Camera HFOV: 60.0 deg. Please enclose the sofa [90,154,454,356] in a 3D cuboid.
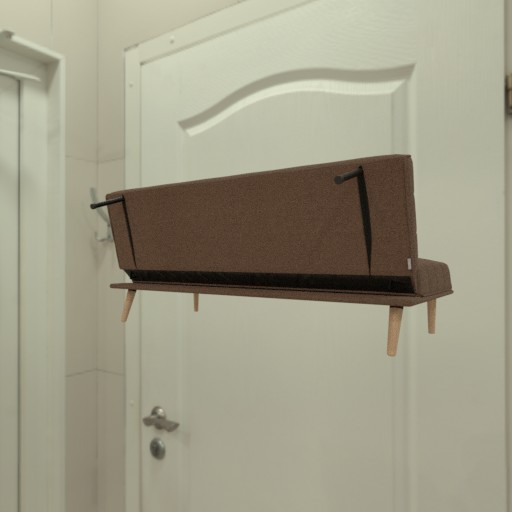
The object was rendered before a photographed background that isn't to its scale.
[{"bbox_3d":[0.000,0.000,2.421,1.820,0.810,1.038,0,0,35],"label":"sofa"}]
